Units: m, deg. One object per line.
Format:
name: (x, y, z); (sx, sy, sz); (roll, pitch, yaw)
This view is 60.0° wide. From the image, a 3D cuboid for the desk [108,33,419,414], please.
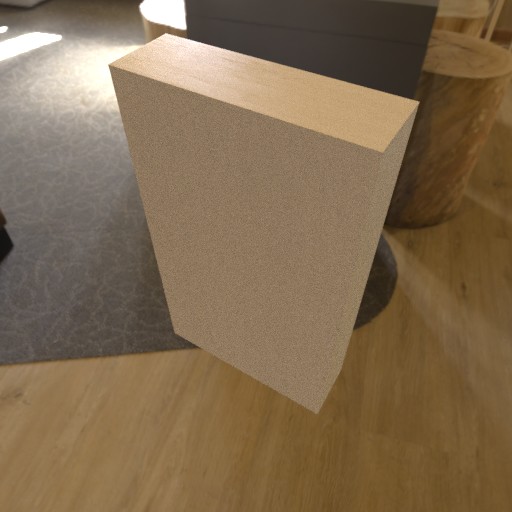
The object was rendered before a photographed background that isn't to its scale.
desk: (0.000, 0.000, 1.564); (0.750, 1.280, 0.250); (24, 52, 21)
